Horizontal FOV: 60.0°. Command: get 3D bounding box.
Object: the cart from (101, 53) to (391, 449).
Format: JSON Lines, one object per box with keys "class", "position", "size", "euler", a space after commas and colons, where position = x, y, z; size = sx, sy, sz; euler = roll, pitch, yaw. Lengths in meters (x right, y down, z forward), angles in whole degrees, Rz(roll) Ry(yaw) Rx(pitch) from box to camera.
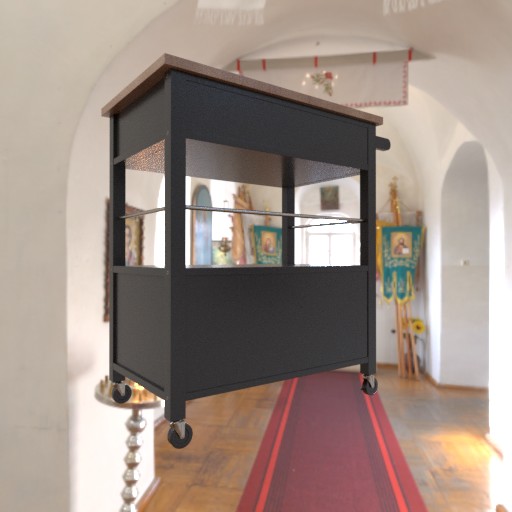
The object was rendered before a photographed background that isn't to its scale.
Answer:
{"class": "cart", "position": [0.000, 0.000, 1.417], "size": [0.840, 0.901, 0.459], "euler": [0, 0, -36]}
